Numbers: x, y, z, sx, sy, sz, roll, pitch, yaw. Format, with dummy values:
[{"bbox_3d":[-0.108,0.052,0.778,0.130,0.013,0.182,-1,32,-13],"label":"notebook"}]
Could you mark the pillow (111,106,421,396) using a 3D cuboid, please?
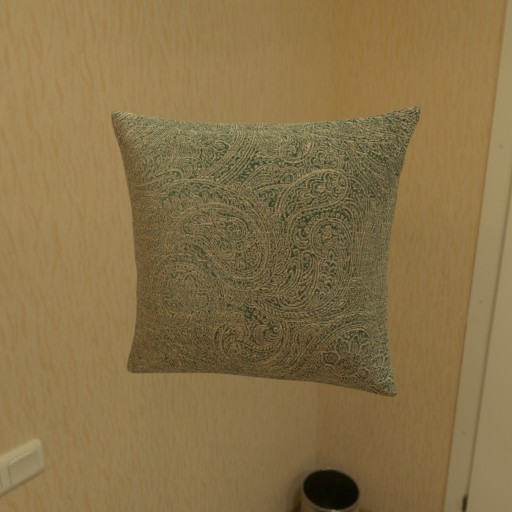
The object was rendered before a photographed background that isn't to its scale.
[{"bbox_3d":[0.000,0.000,0.799,0.526,0.507,0.166,2,15,9],"label":"pillow"}]
